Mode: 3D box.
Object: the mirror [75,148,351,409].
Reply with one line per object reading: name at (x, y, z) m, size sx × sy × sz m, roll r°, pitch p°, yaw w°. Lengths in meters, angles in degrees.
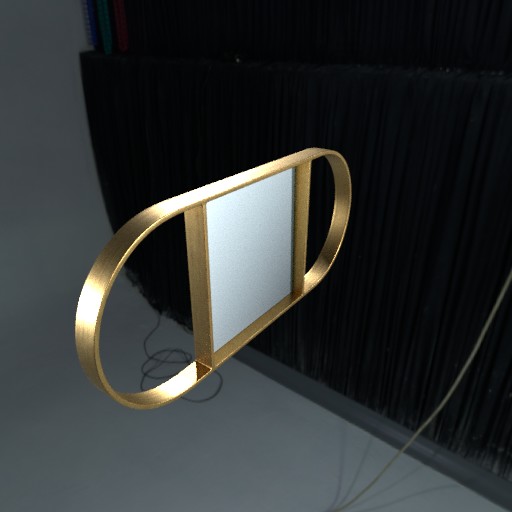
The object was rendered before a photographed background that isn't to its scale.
mirror at (0.000, 0.000, 0.661) m, size 0.032 × 0.254 × 0.584 m, roll 18°, pitch 32°, yaw 32°
